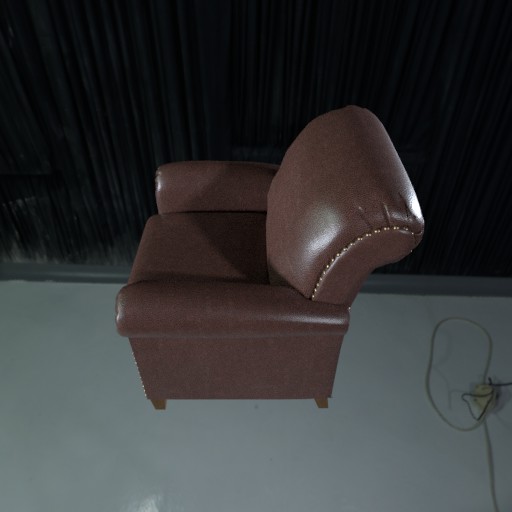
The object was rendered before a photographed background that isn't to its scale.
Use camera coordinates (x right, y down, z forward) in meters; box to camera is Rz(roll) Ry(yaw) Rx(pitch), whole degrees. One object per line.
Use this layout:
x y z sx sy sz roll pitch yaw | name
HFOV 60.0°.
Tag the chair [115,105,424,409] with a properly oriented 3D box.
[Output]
0.000 0.000 1.626 0.890 0.927 0.854 0 42 0 | chair
